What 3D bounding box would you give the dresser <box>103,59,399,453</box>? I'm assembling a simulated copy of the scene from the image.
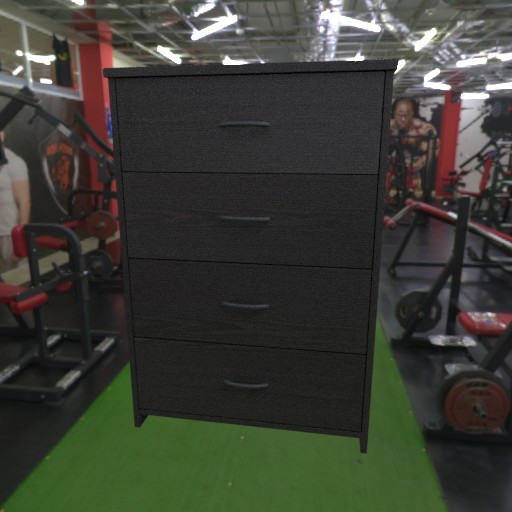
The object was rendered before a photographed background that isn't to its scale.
[{"bbox_3d":[0.000,0.000,1.338,0.704,1.020,0.399,2,14,10],"label":"dresser"}]
